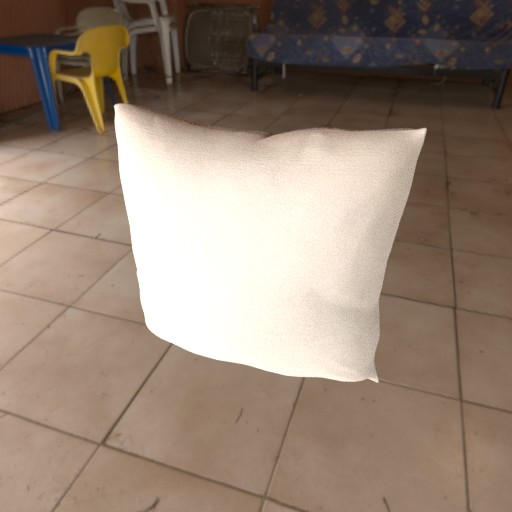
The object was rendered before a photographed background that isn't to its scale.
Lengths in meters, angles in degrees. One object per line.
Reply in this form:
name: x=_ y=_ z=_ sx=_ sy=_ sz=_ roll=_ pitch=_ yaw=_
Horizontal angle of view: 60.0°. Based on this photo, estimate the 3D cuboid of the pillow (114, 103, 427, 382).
pillow: x=0.000 y=0.000 z=0.715 sx=0.450 sy=0.448 sz=0.245 roll=10 pitch=33 yaw=15
